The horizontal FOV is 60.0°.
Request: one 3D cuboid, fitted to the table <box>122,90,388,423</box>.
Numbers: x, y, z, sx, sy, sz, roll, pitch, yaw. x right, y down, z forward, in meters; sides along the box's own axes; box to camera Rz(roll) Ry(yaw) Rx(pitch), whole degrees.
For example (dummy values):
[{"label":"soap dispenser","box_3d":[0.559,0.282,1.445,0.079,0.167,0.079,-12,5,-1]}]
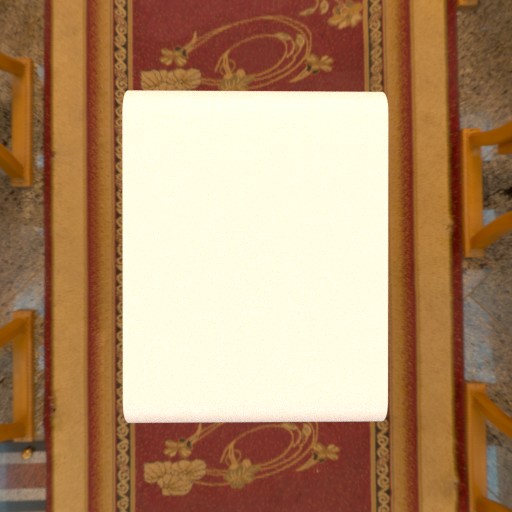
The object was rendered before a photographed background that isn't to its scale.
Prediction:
[{"label":"table","box_3d":[0.000,0.000,0.864,0.350,0.590,0.450,0,90,-1]}]
